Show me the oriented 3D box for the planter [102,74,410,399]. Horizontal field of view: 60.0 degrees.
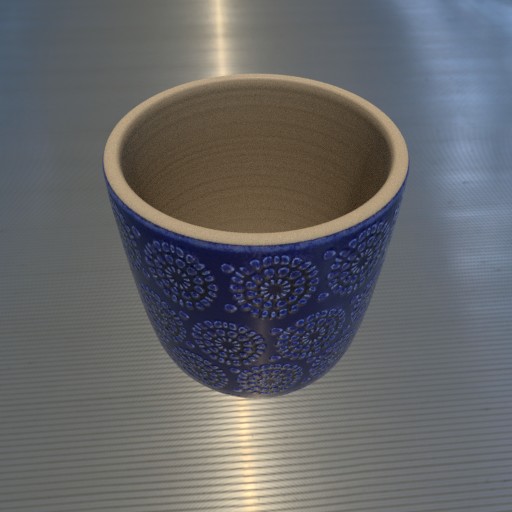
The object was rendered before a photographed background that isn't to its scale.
[{"bbox_3d":[0.000,0.000,0.341,0.184,0.206,0.184,0,46,0],"label":"planter"}]
